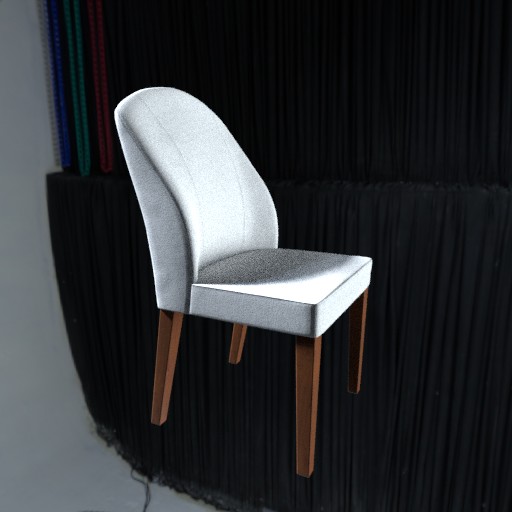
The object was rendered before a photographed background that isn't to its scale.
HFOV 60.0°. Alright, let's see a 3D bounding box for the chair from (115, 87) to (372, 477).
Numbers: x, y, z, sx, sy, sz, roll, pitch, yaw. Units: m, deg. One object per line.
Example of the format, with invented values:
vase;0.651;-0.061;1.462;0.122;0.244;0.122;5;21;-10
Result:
chair;0.000;0.000;1.200;0.540;0.893;0.472;6;14;27
